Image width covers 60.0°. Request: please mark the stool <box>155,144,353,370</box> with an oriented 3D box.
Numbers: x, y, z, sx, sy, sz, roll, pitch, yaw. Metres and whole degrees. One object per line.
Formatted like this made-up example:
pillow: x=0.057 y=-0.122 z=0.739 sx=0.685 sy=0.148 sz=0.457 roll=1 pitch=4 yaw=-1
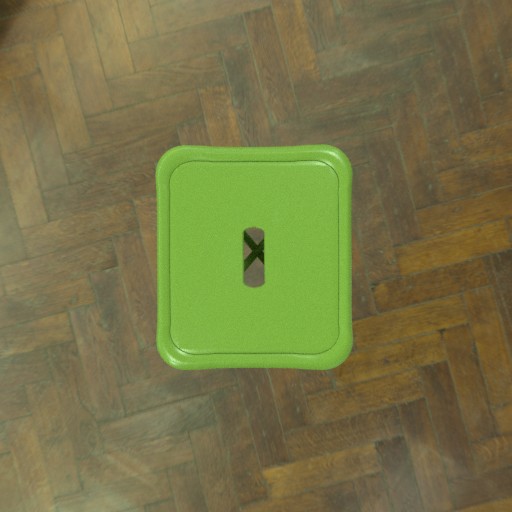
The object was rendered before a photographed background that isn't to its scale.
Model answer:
stool: x=0.000 y=0.000 z=0.871 sx=0.358 sy=0.609 sz=0.398 roll=0 pitch=90 yaw=0
